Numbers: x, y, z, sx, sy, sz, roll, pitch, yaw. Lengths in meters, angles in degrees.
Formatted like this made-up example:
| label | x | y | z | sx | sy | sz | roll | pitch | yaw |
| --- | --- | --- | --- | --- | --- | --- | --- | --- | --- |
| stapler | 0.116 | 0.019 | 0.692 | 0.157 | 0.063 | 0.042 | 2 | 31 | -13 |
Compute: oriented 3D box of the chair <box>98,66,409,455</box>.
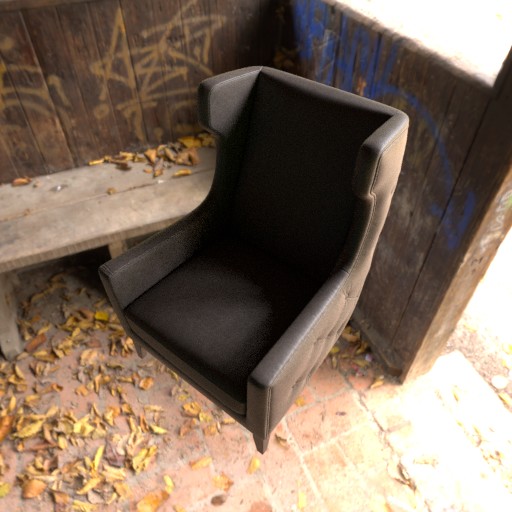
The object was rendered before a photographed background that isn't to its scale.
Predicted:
| label | x | y | z | sx | sy | sz | roll | pitch | yaw |
| --- | --- | --- | --- | --- | --- | --- | --- | --- | --- |
| chair | 0.000 | 0.000 | 1.678 | 0.769 | 1.079 | 0.899 | 29 | 53 | 25 |
